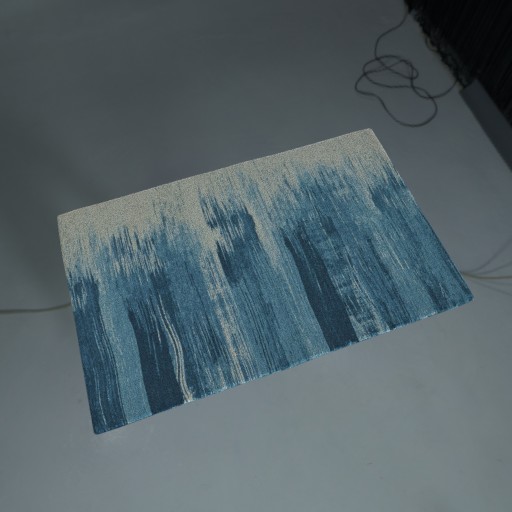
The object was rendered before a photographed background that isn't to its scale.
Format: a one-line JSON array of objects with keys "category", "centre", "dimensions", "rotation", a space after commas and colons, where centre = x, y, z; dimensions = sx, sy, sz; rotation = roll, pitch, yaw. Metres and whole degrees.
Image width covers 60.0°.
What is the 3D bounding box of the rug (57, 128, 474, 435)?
[{"category": "rug", "centre": [0.000, 0.000, 2.973], "dimensions": [2.450, 0.027, 1.540], "rotation": [-17, 65, -8]}]
